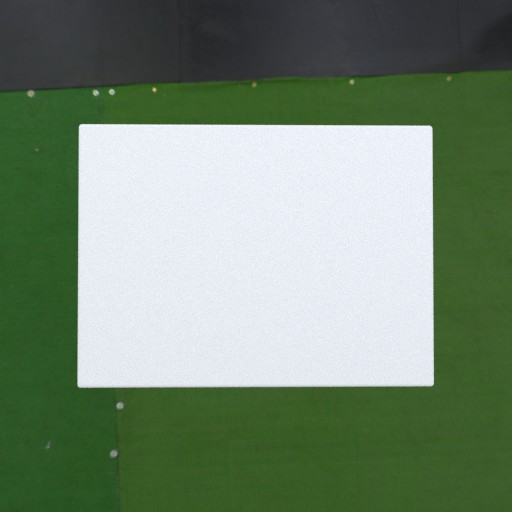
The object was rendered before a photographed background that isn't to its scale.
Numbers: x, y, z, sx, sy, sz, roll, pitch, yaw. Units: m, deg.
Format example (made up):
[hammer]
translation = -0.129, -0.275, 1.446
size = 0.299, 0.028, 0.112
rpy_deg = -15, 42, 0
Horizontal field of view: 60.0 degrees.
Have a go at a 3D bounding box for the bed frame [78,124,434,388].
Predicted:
[bed frame]
translation = 0.000, 0.000, 2.601
size = 1.944, 0.490, 1.448
rpy_deg = 0, 89, -1
